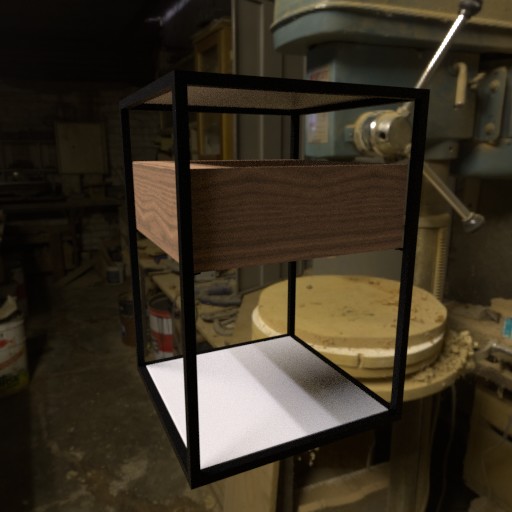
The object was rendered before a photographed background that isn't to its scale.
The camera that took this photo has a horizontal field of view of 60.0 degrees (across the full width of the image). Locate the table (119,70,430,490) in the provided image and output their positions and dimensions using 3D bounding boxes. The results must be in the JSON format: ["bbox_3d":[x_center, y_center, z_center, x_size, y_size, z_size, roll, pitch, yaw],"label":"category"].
[{"bbox_3d":[0.000,0.000,0.791,0.378,0.540,0.378,-6,15,-25],"label":"table"}]
